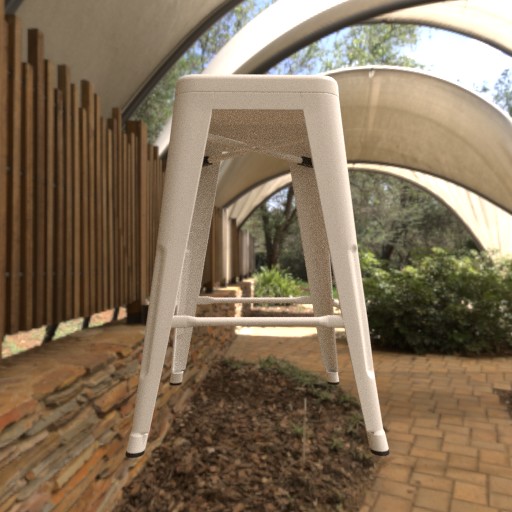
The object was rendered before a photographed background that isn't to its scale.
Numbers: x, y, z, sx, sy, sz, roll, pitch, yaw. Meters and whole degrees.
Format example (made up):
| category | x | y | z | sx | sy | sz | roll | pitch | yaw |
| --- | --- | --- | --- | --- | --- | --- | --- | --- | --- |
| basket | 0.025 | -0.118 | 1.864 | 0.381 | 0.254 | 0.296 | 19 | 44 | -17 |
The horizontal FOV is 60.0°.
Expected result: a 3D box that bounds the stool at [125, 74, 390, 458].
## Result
| category | x | y | z | sx | sy | sz | roll | pitch | yaw |
| --- | --- | --- | --- | --- | --- | --- | --- | --- | --- |
| stool | 0.000 | 0.000 | 0.874 | 0.406 | 0.610 | 0.406 | 0 | 0 | -1 |
